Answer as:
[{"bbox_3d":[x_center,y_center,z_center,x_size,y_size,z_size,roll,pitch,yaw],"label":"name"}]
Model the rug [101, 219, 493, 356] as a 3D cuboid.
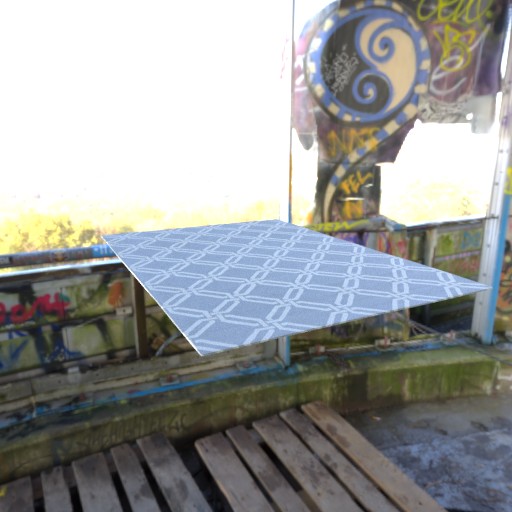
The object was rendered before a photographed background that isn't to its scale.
[{"bbox_3d":[0.000,0.000,2.747,1.522,0.013,2.133,-8,17,-26],"label":"rug"}]
